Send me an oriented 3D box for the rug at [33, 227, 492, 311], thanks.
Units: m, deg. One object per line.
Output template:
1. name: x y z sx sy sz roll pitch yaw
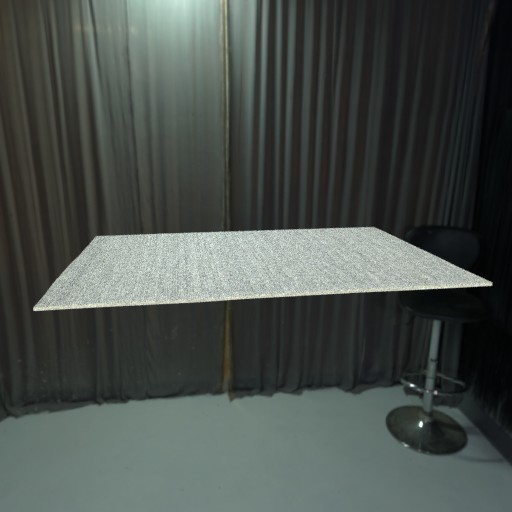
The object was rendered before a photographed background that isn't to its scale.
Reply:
1. rug: 0.000 0.000 2.904 2.297 0.018 1.532 -2 15 -9
